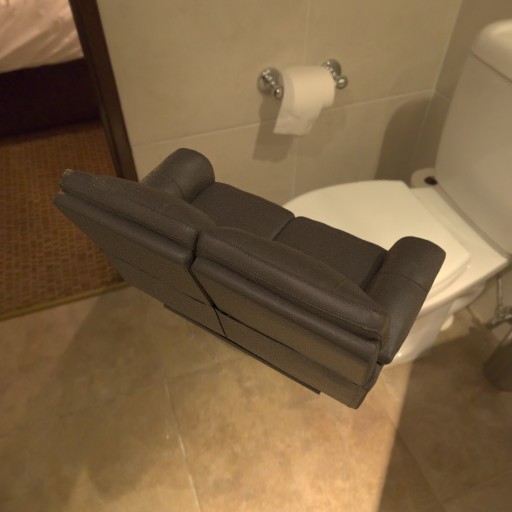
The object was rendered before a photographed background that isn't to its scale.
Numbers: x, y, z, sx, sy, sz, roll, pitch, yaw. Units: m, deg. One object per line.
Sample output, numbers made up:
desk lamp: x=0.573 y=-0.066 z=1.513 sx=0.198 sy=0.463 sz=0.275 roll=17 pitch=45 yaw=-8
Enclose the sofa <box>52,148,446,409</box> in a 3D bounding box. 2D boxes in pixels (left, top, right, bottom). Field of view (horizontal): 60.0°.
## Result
sofa: x=0.000 y=0.000 z=2.430 sx=1.765 sy=1.111 sz=1.104 roll=25 pitch=52 yaw=21
